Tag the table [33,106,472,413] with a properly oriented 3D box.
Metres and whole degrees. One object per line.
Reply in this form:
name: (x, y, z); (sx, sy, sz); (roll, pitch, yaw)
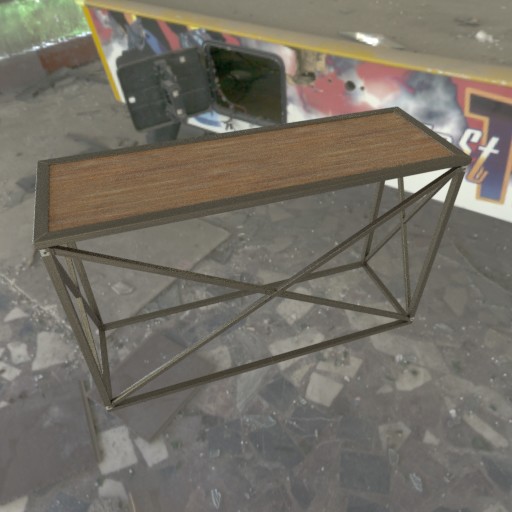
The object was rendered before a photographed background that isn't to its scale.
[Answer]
table: (0.000, 0.000, 1.549); (1.216, 0.753, 0.402); (-13, 43, -14)
